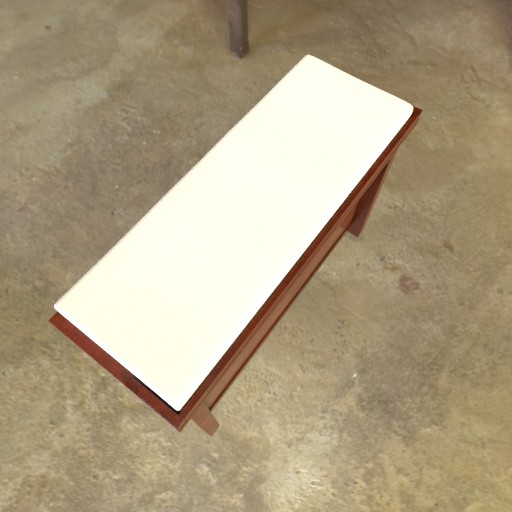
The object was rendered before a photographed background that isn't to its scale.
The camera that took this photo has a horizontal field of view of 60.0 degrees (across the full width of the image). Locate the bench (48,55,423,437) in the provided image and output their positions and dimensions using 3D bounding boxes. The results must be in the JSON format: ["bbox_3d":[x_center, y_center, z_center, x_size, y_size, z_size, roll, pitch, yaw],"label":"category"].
[{"bbox_3d":[0.000,0.000,1.305,0.369,0.646,0.987,34,68,16],"label":"bench"}]
